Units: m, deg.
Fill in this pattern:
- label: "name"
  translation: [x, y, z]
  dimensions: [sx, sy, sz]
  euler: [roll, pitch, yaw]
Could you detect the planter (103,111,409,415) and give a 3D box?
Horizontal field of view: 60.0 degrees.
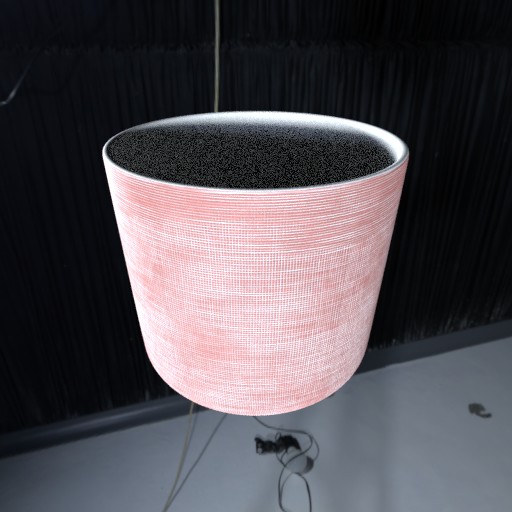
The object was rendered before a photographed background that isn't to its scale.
- label: "planter"
  translation: [0.000, 0.000, 0.759]
  dimensions: [0.440, 0.398, 0.440]
  euler: [0, 29, 0]
